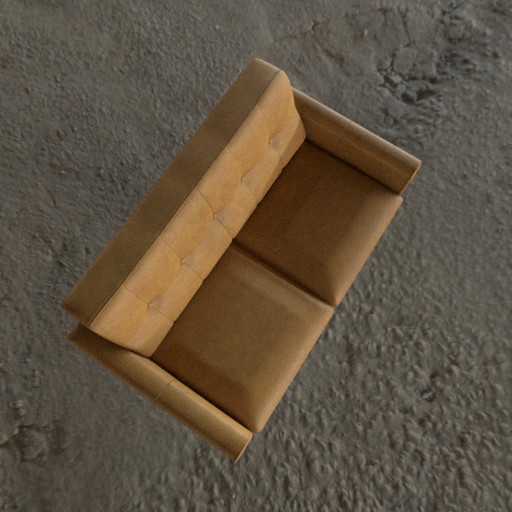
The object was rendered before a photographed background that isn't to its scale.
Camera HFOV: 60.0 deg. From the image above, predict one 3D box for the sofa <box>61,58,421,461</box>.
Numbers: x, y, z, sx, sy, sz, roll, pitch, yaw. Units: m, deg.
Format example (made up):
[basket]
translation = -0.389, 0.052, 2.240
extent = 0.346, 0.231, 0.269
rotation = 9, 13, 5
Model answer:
[sofa]
translation = 0.000, 0.000, 2.229
extent = 0.952, 0.925, 1.651
rotation = 33, 77, 8
